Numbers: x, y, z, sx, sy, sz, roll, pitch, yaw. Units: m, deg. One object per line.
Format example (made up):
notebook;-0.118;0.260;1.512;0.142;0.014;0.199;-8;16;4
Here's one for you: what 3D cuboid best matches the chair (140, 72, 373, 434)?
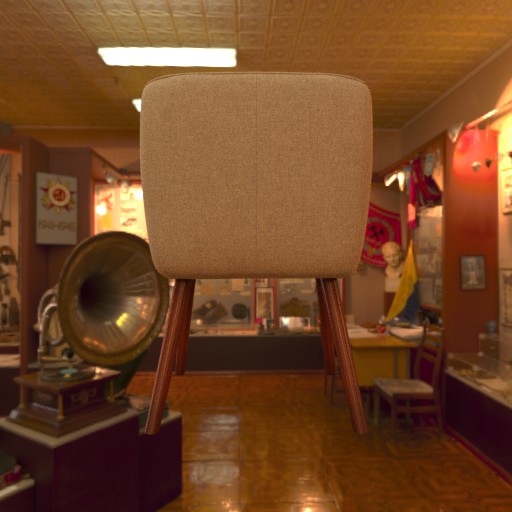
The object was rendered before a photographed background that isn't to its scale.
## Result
chair;0.000;0.000;1.264;0.610;0.813;0.610;0;-1;0
